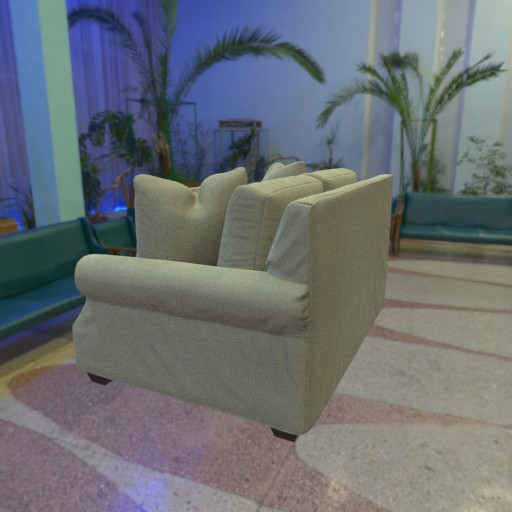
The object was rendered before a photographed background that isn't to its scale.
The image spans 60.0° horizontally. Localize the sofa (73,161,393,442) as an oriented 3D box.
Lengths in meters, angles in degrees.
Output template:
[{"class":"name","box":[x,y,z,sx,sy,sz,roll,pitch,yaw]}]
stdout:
[{"class":"sofa","box":[0.000,0.000,2.193,1.070,0.905,1.550,7,15,25]}]
